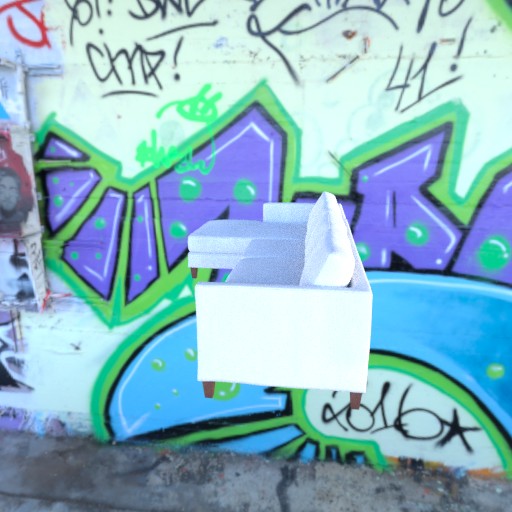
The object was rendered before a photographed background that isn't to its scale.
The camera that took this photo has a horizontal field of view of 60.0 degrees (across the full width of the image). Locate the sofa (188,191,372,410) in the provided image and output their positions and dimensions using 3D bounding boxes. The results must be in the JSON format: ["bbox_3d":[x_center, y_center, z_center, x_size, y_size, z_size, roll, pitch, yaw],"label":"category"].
[{"bbox_3d":[0.000,0.000,3.903,1.625,0.861,3.186,2,15,8],"label":"sofa"}]
